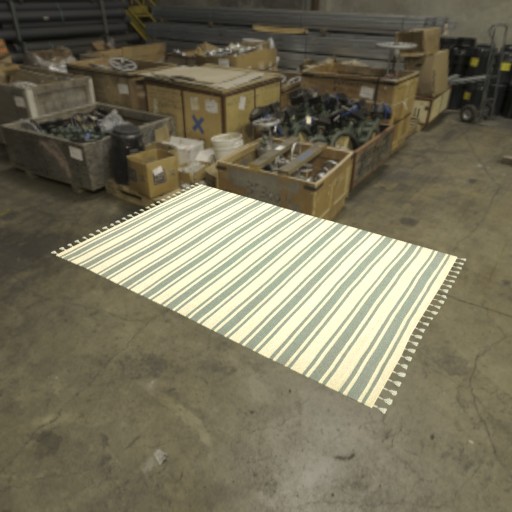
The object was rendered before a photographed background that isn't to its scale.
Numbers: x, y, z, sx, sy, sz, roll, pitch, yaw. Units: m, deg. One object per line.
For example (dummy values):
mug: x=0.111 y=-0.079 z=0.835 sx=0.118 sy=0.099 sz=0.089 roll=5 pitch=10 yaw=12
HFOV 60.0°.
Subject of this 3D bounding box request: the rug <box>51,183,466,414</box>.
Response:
rug: x=0.000 y=0.000 z=3.034 sx=2.410 sy=0.011 sz=1.539 roll=20 pitch=37 yaw=29
